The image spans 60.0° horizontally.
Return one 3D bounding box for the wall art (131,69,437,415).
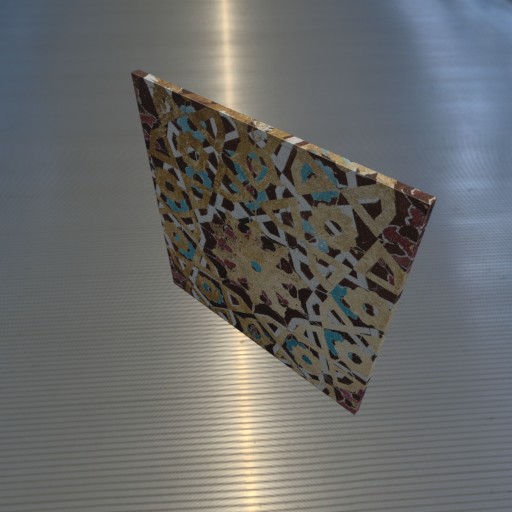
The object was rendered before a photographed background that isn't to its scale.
[{"bbox_3d":[0.000,0.000,1.157,0.757,0.762,0.028,32,54,27],"label":"wall art"}]
